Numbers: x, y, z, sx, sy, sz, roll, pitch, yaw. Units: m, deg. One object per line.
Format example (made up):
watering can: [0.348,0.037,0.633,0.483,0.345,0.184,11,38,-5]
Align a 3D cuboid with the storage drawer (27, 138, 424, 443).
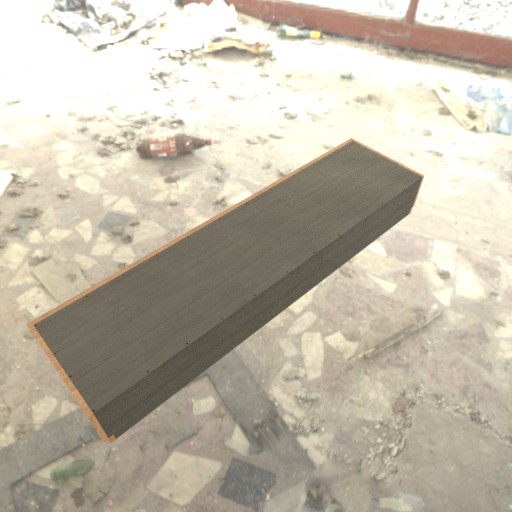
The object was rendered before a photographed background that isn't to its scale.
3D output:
storage drawer: [0.000,0.000,2.212,2.032,0.264,0.538,-33,55,-27]
